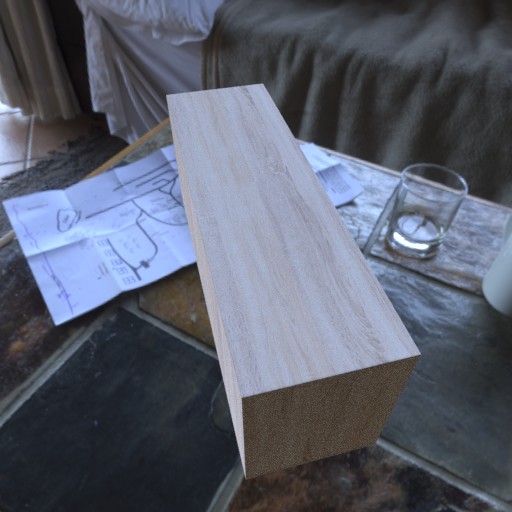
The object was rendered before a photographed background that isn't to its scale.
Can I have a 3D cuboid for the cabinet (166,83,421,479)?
[{"bbox_3d":[0.000,0.000,1.988,0.500,0.780,1.650,-11,48,-10],"label":"cabinet"}]
